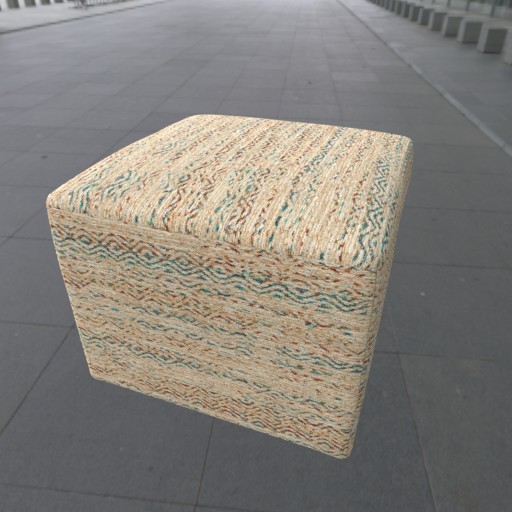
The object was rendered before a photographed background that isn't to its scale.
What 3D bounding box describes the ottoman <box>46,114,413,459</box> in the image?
[{"bbox_3d":[0.000,0.000,0.891,0.521,0.453,0.512,11,34,17],"label":"ottoman"}]
